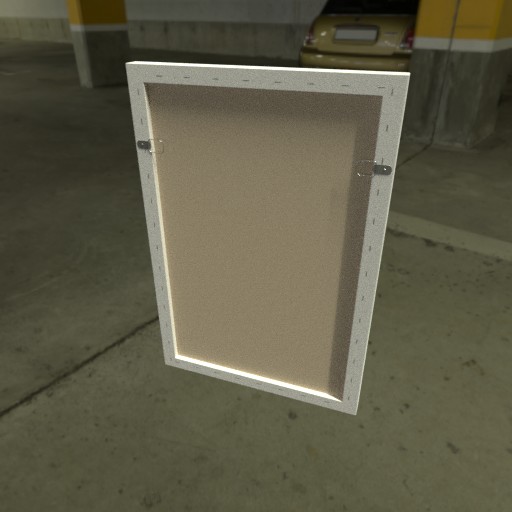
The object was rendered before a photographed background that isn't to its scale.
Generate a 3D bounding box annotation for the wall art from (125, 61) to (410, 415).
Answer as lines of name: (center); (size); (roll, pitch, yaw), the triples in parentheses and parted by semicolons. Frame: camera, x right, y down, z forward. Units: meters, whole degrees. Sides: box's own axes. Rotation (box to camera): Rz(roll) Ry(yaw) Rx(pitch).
wall art: (0.000, 0.000, 1.161); (0.624, 0.914, 0.043); (10, 31, 17)
